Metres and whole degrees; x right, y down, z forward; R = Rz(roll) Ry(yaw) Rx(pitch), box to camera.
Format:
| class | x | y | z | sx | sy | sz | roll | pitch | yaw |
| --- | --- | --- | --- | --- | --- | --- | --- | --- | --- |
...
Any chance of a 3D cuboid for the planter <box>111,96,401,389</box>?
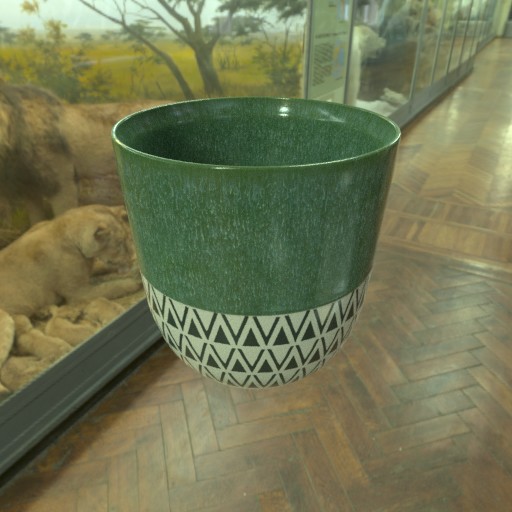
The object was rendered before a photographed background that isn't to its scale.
| class | x | y | z | sx | sy | sz | roll | pitch | yaw |
| --- | --- | --- | --- | --- | --- | --- | --- | --- | --- |
| planter | 0.000 | 0.000 | 0.361 | 0.195 | 0.214 | 0.195 | 0 | 30 | 0 |
